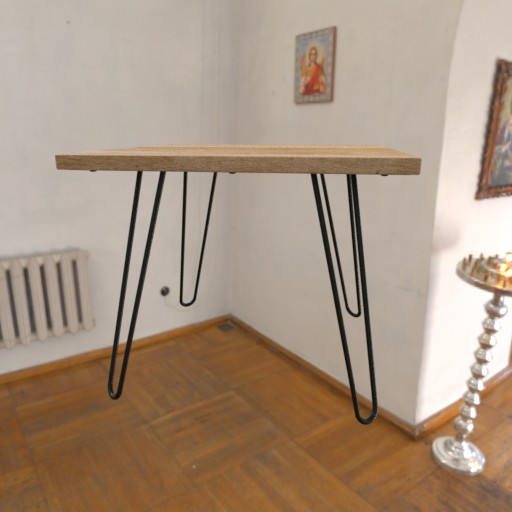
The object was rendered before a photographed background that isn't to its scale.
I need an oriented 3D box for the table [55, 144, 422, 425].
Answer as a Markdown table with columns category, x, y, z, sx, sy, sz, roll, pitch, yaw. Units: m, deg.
| category | x | y | z | sx | sy | sz | roll | pitch | yaw |
| --- | --- | --- | --- | --- | --- | --- | --- | --- | --- |
| table | 0.000 | 0.000 | 1.060 | 0.599 | 0.500 | 0.599 | 3 | 16 | 9 |
